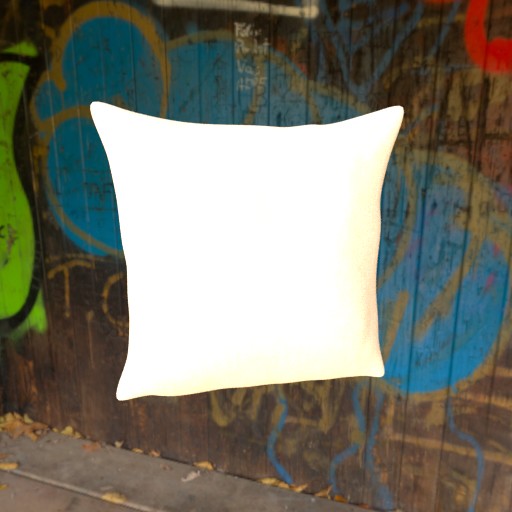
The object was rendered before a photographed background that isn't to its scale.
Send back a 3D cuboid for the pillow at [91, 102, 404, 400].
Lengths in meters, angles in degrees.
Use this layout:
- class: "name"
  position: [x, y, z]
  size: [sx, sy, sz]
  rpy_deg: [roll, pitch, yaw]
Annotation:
- class: "pillow"
  position: [0.000, 0.000, 0.663]
  size: [0.436, 0.432, 0.138]
  rpy_deg: [-2, 14, -10]
